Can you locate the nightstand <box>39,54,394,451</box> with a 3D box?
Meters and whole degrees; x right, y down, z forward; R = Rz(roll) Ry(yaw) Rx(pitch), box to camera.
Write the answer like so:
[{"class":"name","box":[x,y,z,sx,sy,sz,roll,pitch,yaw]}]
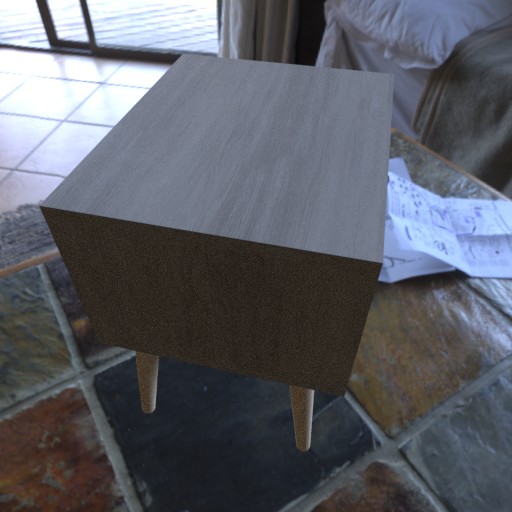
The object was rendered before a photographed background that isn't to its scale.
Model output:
[{"class":"nightstand","box":[0.000,0.000,0.786,0.380,0.500,0.450,10,46,10]}]
